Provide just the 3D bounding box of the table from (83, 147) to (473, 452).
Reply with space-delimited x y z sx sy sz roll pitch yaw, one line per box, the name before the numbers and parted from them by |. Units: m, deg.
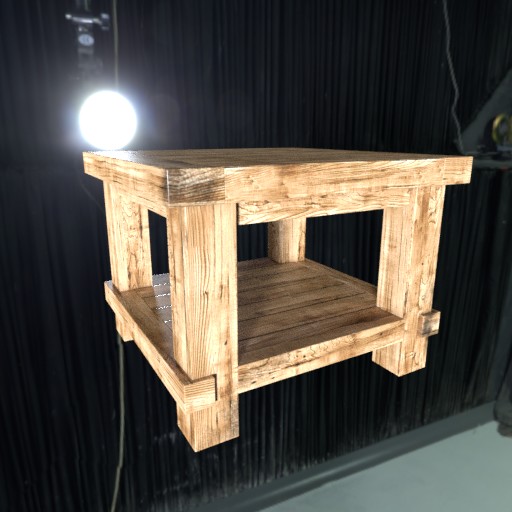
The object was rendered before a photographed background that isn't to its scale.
table | 0.000 0.000 1.018 0.610 0.457 0.610 -9 18 -29
